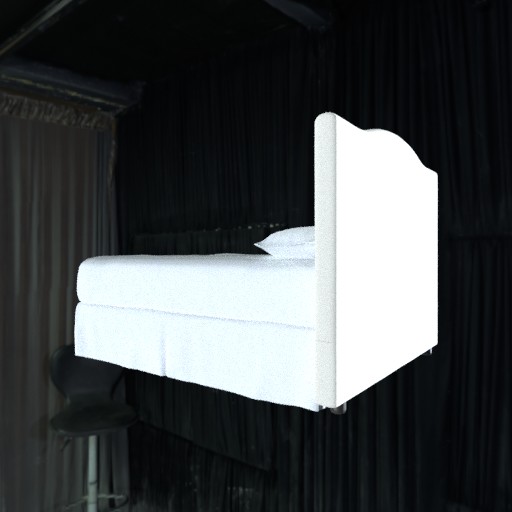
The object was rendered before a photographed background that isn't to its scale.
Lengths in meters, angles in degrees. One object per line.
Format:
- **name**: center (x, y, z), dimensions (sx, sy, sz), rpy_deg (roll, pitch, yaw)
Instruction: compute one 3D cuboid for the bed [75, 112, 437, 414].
- **bed**: center (0.000, 0.000, 3.263), dimensions (2.143, 1.460, 1.753), rpy_deg (0, 0, 36)
